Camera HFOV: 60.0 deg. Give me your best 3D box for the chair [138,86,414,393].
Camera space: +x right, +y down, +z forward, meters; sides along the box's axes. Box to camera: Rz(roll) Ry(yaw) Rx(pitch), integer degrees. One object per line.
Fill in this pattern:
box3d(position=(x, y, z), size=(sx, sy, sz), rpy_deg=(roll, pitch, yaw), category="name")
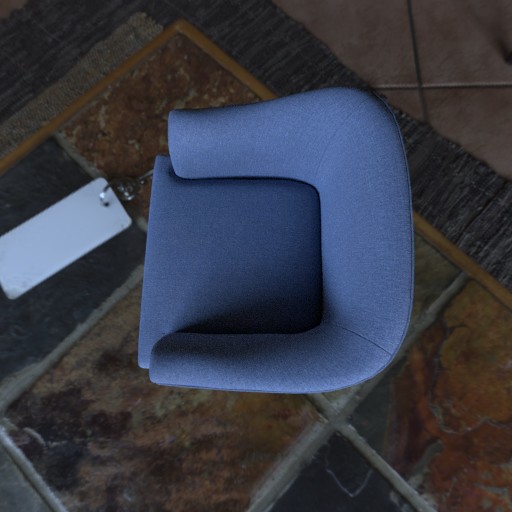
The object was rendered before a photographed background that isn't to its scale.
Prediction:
box3d(position=(0.000, 0.000, 1.384), size=(0.704, 0.815, 0.798), rpy_deg=(1, 75, 0), category="chair")
